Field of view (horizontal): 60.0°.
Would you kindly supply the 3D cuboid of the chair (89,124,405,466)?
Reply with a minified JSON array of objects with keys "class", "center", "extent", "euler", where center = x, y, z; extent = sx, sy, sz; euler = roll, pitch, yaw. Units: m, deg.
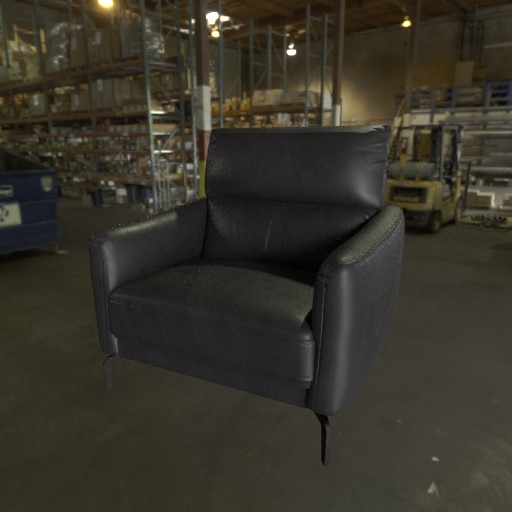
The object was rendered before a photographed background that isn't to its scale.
[{"class":"chair","center":[0.000,0.000,1.638],"extent":[0.976,0.949,0.809],"euler":[7,16,26]}]
